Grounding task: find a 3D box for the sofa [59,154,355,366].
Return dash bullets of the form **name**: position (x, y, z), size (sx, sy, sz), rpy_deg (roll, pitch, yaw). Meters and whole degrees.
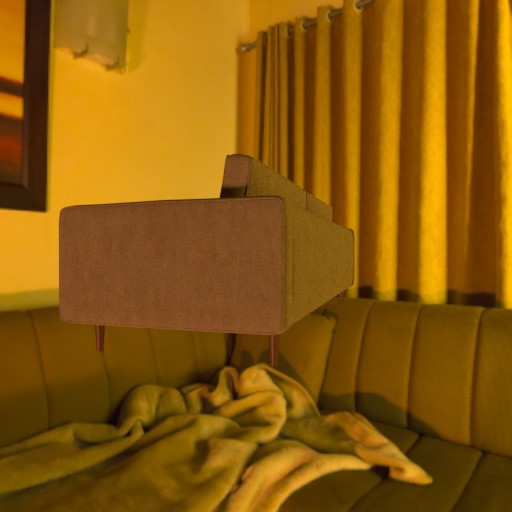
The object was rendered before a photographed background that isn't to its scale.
- **sofa**: position (0.000, 0.000, 2.583), size (0.919, 0.770, 2.200), rpy_deg (0, 0, 18)
